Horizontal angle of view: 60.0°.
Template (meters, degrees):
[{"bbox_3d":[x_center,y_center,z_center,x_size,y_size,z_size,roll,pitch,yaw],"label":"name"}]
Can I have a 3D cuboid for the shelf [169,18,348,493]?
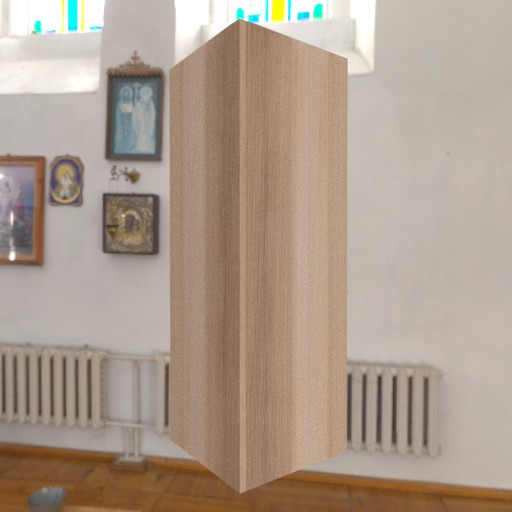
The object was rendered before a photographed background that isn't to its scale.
[{"bbox_3d":[0.000,0.000,1.014,0.290,0.872,0.290,-1,1,-37],"label":"shelf"}]
